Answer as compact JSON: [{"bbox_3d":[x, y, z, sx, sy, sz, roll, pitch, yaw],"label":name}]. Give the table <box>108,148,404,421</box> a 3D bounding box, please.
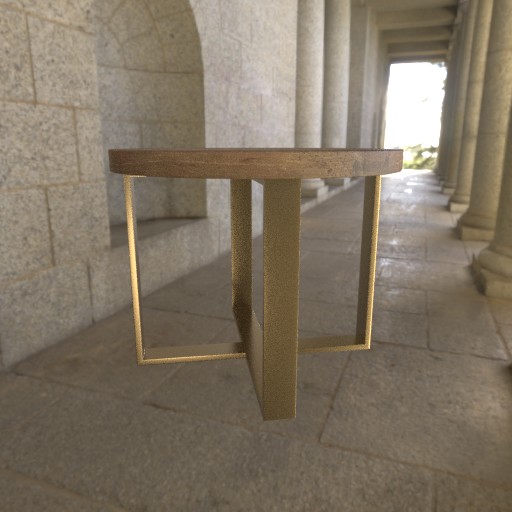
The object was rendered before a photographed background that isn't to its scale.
[{"bbox_3d":[0.000,0.000,0.931,0.557,0.437,0.557,0,14,0],"label":"table"}]
